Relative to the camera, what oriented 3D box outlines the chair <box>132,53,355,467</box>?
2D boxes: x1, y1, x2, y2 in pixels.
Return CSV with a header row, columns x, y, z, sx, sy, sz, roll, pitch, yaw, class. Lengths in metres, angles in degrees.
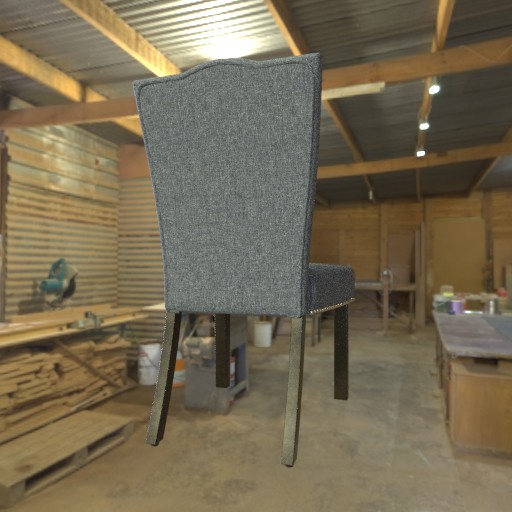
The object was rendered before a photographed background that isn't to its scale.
x,y,z,sx,sy,sz,roll,pitch,yaw,class
0.000,0.000,1.312,0.518,0.946,0.589,0,-1,19,chair
